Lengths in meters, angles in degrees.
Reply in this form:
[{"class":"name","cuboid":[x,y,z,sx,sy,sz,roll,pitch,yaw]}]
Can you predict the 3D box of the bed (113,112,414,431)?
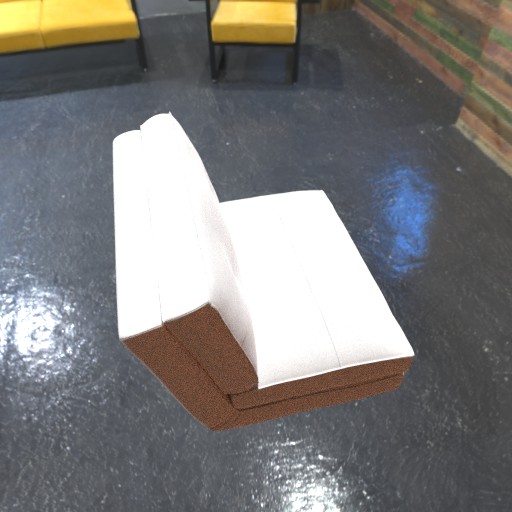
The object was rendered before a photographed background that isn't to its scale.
[{"class":"bed","cuboid":[0.000,0.000,1.363,0.749,0.614,0.799,-10,47,-9]}]
